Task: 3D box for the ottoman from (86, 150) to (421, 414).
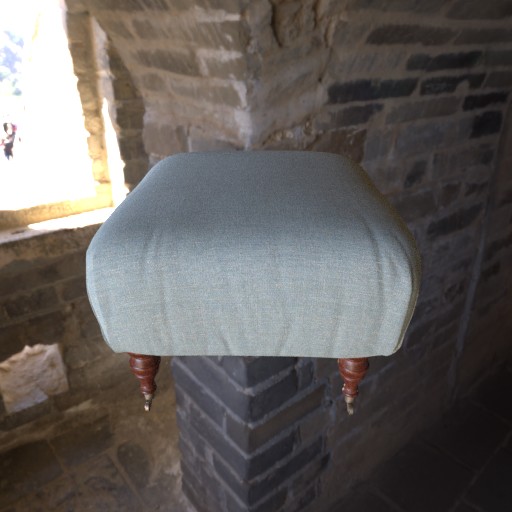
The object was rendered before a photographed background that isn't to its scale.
[{"bbox_3d":[0.000,0.000,1.133,0.622,0.450,0.747,1,25,1],"label":"ottoman"}]
